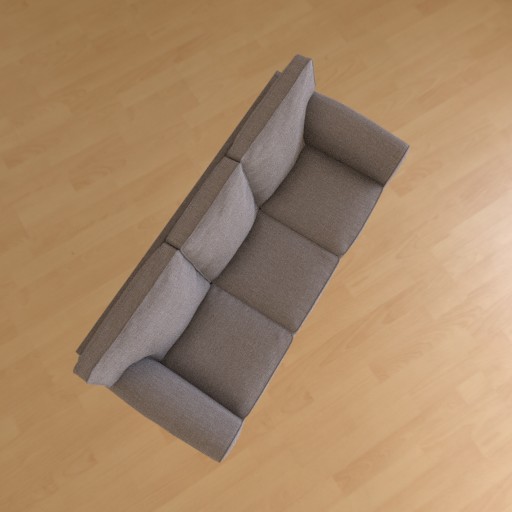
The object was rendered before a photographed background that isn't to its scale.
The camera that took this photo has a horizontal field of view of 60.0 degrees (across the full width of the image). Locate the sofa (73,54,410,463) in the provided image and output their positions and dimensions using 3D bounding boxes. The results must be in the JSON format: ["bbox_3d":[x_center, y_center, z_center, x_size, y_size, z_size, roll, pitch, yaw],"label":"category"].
[{"bbox_3d":[0.000,0.000,2.611,0.916,0.961,2.084,31,78,8],"label":"sofa"}]
